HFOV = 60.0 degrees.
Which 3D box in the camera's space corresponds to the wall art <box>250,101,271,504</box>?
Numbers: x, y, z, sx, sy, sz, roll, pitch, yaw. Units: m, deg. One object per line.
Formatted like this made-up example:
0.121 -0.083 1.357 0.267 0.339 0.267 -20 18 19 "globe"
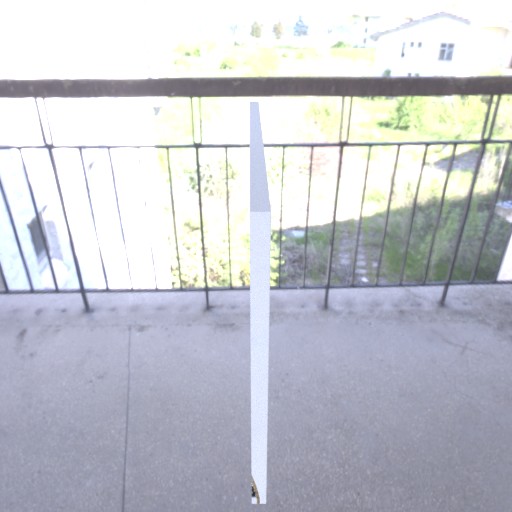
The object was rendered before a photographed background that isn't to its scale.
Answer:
0.000 0.000 1.410 0.038 0.767 1.144 0 28 -1 "wall art"
